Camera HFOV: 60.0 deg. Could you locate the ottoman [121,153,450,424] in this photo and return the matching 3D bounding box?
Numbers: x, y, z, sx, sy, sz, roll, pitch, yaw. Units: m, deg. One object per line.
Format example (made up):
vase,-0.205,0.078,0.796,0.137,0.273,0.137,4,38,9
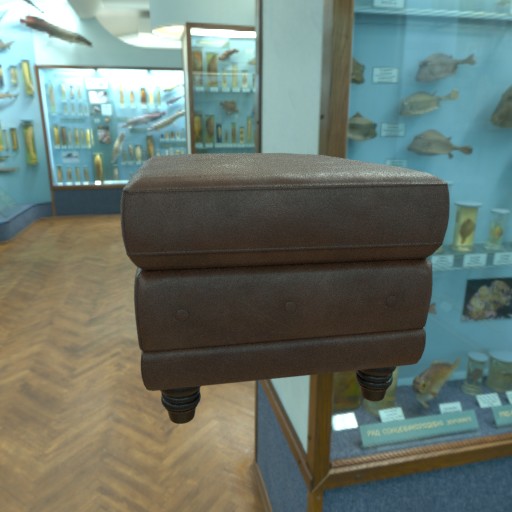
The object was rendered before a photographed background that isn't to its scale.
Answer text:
ottoman,0.000,0.000,1.173,0.588,0.509,0.795,-3,16,-10
